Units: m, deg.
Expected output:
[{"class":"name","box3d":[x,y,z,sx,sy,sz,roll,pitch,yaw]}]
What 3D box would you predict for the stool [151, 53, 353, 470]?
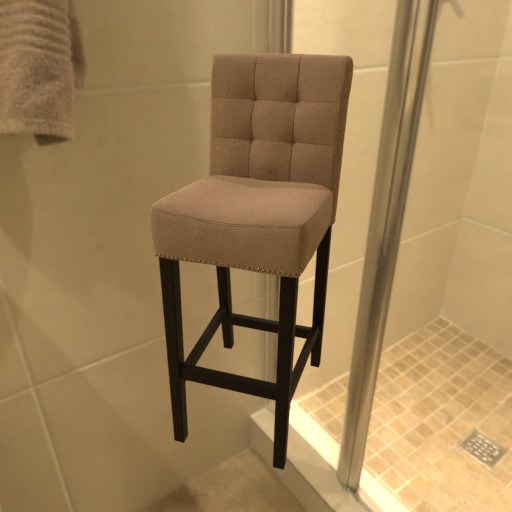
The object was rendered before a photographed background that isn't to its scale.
[{"class":"stool","box3d":[0.000,0.000,1.288,0.411,1.047,0.548,8,29,15]}]
